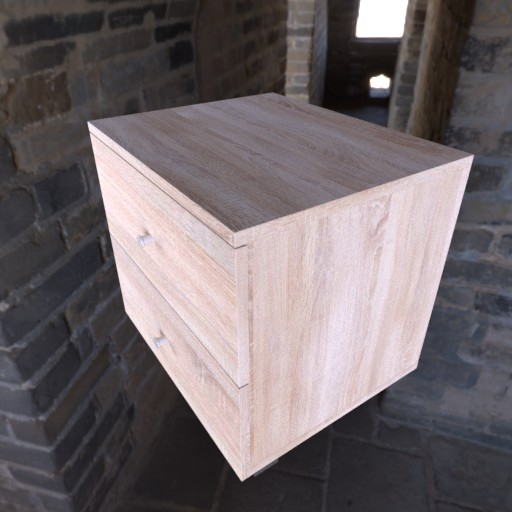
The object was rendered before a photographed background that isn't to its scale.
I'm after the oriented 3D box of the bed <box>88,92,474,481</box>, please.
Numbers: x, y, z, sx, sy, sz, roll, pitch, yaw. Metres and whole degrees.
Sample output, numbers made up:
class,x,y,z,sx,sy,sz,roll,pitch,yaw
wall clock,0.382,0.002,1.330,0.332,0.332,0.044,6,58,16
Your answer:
class,x,y,z,sx,sy,sz,roll,pitch,yaw
bed,0.000,0.000,0.775,0.401,0.420,0.460,-20,37,-29
